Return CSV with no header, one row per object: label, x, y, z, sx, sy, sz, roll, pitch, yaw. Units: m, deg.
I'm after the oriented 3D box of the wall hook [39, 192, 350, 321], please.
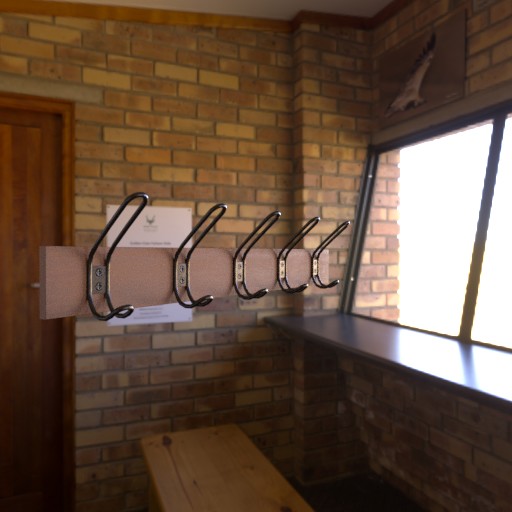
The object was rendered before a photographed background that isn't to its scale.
wall hook,0.000,0.000,0.595,0.076,0.116,0.554,0,1,35
